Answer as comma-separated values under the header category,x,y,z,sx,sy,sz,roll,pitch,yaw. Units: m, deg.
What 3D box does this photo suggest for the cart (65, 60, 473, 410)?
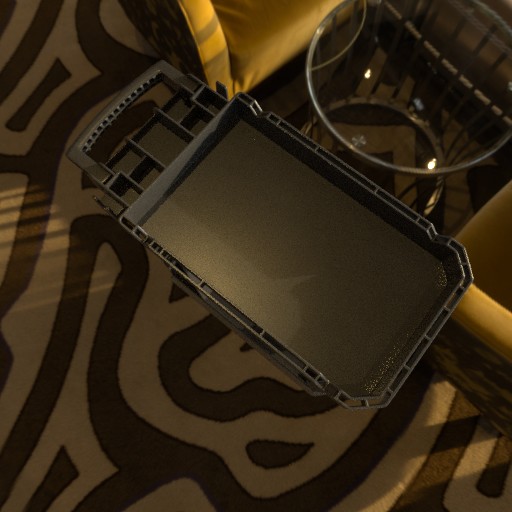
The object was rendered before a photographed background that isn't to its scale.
category,x,y,z,sx,sy,sz,roll,pitch,yaw
cart,0.000,0.000,1.556,1.061,0.884,0.497,38,78,10
